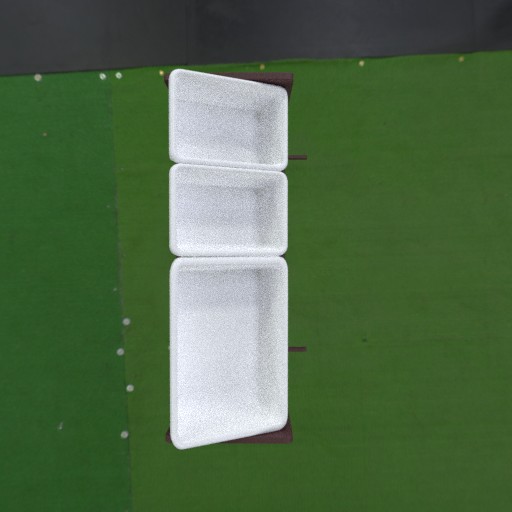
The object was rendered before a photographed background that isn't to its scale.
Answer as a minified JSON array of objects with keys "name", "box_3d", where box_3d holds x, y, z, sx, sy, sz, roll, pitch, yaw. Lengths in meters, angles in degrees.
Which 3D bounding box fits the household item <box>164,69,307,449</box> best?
[{"name":"household item","box_3d":[0.000,0.000,1.293,0.389,0.864,0.787,0,91,0]}]
